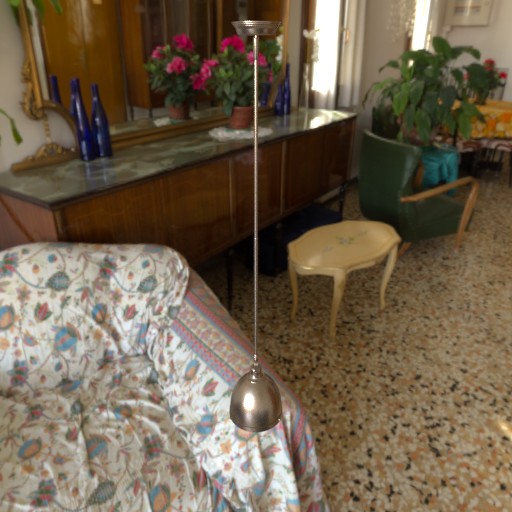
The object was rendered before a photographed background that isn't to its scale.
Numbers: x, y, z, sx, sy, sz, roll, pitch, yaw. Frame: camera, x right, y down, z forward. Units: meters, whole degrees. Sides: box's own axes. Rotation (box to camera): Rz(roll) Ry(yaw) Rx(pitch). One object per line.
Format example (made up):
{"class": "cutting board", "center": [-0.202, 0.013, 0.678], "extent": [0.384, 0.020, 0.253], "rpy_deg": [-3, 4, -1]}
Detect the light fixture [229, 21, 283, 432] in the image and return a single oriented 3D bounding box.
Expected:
{"class": "light fixture", "center": [0.000, 0.000, 1.465], "extent": [0.211, 1.367, 0.217], "rpy_deg": [0, 26, -1]}
